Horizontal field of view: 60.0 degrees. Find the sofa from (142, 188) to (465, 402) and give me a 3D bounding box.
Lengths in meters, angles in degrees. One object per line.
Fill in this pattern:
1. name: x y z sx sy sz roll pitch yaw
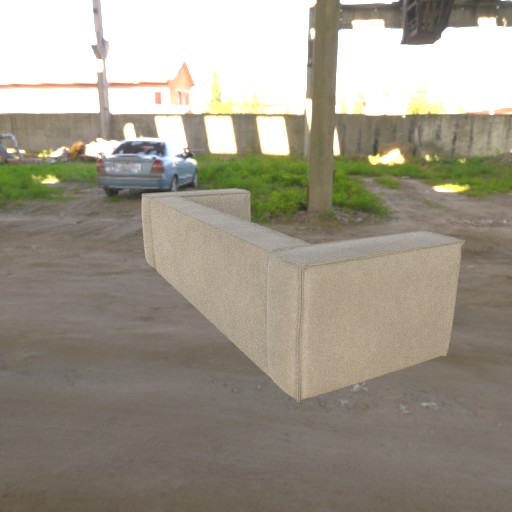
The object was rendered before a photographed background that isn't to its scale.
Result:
1. sofa: 0.000 0.000 3.208 1.038 0.680 2.697 -8 17 -27
